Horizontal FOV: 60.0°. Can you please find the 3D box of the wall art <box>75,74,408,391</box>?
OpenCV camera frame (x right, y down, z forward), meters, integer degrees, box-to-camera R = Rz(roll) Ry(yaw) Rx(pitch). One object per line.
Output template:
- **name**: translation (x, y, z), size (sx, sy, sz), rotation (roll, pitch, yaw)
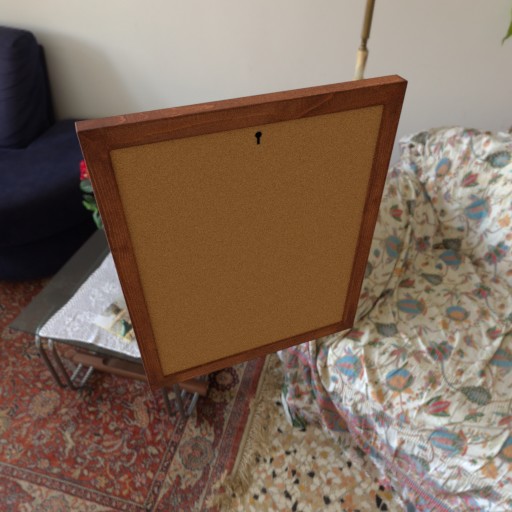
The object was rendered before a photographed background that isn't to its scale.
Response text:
- **wall art**: translation (0.000, 0.000, 0.776), size (0.462, 0.558, 0.030), rotation (-14, 43, -15)
